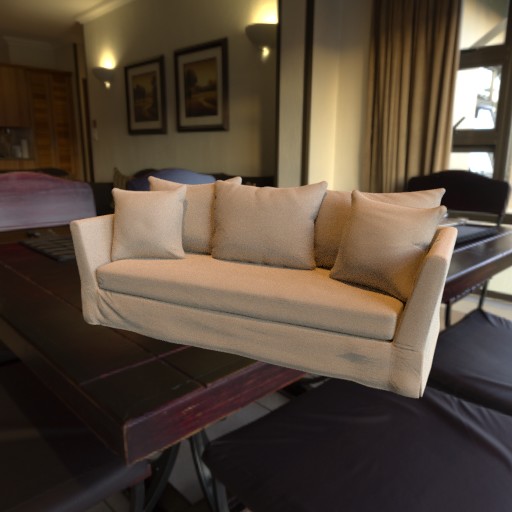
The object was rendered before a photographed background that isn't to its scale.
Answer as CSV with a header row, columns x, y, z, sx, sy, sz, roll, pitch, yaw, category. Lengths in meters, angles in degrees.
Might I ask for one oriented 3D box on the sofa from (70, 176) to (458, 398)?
x,y,z,sx,sy,sz,roll,pitch,yaw,category
0.000,0.000,3.092,2.499,1.047,1.046,7,15,26,sofa
